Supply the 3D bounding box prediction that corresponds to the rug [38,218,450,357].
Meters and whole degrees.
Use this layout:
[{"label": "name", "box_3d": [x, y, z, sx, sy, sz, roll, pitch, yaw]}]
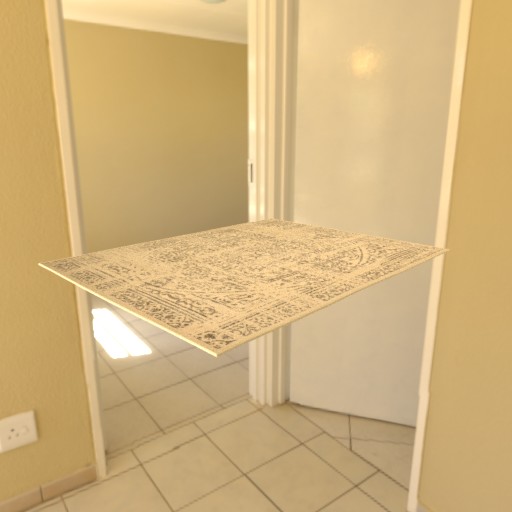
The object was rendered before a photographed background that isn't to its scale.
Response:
[{"label": "rug", "box_3d": [0.000, 0.000, 3.957, 2.311, 0.032, 2.921, 15, 21, 42]}]
